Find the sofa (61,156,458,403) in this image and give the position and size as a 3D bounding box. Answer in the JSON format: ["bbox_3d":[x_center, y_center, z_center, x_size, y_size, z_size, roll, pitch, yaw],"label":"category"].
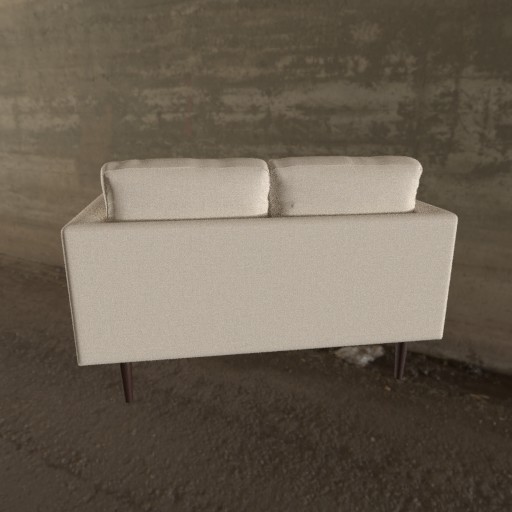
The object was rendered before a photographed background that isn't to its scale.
[{"bbox_3d":[0.000,0.000,1.992,1.430,0.908,0.796,-2,17,-8],"label":"sofa"}]
